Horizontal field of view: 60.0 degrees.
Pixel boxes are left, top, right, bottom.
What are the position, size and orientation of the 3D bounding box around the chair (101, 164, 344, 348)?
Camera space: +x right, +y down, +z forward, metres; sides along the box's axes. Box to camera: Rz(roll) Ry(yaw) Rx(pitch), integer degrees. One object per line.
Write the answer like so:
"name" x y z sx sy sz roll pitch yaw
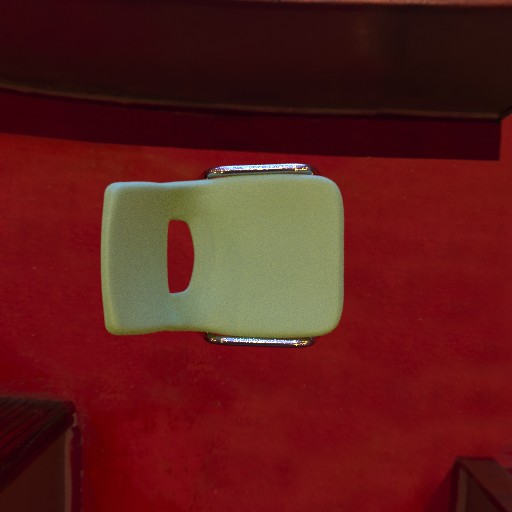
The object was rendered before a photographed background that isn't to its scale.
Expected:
"chair" 0.000 0.000 0.937 0.436 0.653 0.381 0 91 0
